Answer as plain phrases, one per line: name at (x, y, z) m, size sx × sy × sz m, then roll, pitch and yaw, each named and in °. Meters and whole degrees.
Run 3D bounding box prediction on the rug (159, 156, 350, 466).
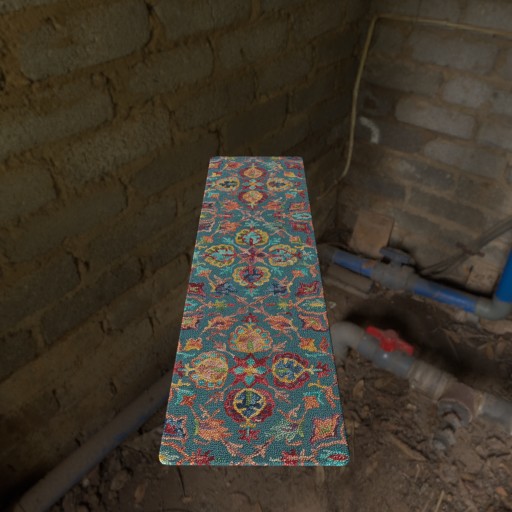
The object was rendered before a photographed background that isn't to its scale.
rug at (0.000, 0.000, 2.440) m, size 0.686 × 0.013 × 2.286 m, roll 0°, pitch 40°, yaw 0°
